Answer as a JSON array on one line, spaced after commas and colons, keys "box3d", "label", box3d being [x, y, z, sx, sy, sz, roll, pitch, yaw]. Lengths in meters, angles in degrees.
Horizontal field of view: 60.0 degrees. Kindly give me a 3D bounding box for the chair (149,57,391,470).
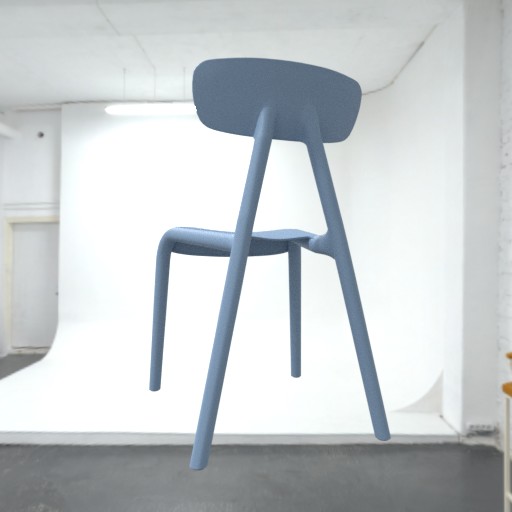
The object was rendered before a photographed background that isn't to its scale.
[{"box3d": [0.000, 0.000, 0.832, 0.356, 0.580, 0.401, 0, 0, -19], "label": "chair"}]
